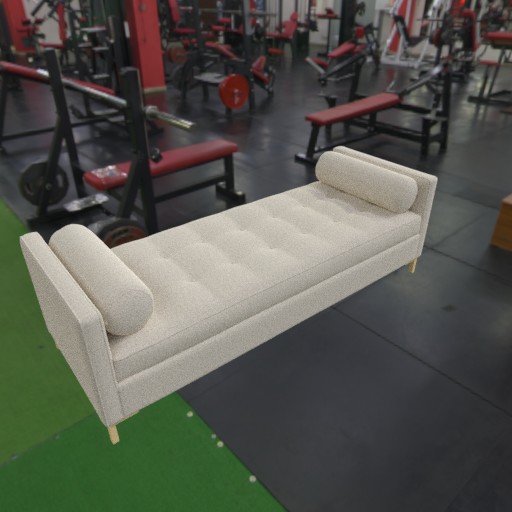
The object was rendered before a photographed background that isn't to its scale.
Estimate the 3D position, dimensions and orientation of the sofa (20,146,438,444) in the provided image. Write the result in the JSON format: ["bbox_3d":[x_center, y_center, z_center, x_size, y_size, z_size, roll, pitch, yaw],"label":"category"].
[{"bbox_3d":[0.000,0.000,2.291,1.985,0.641,0.746,-22,38,-32],"label":"sofa"}]
